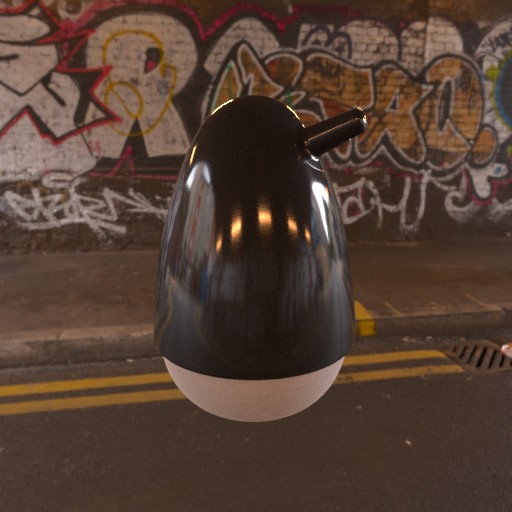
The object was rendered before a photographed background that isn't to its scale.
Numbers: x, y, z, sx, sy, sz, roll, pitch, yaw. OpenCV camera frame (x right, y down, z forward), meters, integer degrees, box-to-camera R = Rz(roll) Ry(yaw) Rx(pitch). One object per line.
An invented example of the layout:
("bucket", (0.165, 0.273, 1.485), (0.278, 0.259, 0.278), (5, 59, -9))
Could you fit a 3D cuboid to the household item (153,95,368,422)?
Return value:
("household item", (0.000, 0.000, 0.221), (0.104, 0.152, 0.102), (7, 15, 28))
